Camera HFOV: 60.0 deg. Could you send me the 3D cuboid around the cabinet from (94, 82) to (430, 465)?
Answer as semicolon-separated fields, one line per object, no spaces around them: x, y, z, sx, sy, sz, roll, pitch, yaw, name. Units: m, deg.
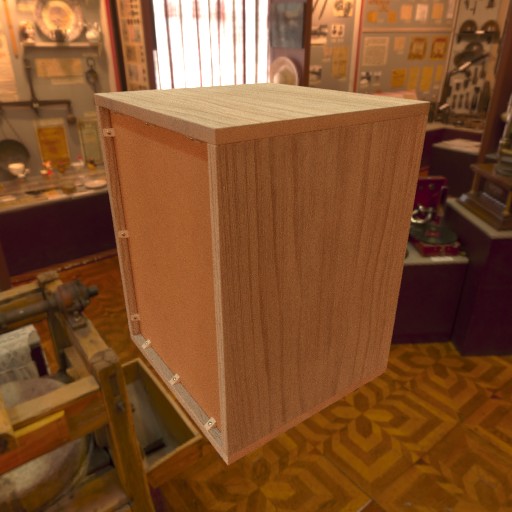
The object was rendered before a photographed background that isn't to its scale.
0.000;0.000;0.852;0.401;0.579;0.409;-18;31;-32;cabinet
